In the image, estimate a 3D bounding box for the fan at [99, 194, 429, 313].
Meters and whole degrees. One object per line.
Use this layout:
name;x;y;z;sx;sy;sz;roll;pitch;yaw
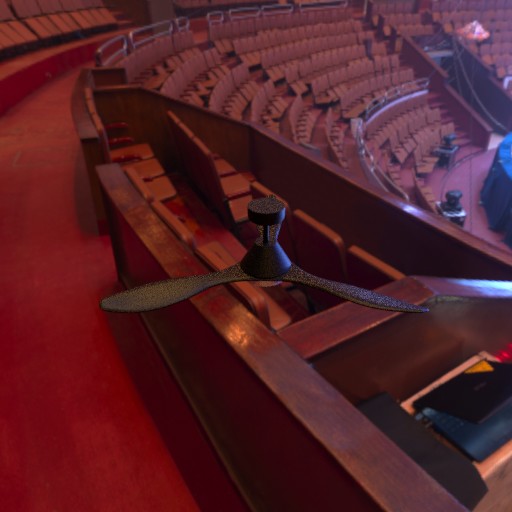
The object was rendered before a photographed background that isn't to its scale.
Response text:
fan;0.000;0.000;1.617;1.067;0.305;1.067;-23;38;-33
